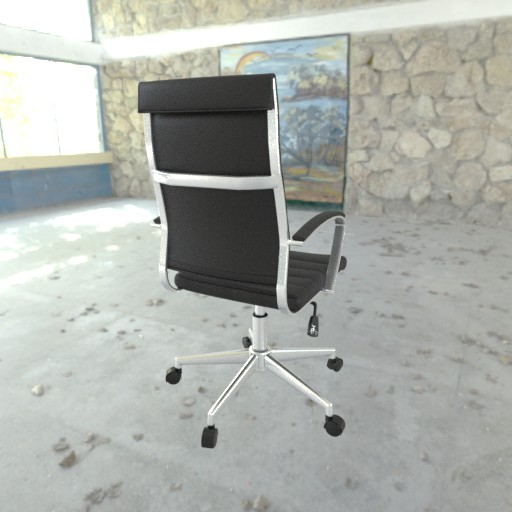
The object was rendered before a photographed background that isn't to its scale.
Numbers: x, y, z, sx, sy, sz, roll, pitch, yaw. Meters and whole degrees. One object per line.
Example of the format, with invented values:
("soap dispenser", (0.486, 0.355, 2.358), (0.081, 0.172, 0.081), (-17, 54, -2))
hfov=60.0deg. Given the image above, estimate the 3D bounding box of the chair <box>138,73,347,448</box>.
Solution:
("chair", (0.000, 0.000, 1.609), (0.766, 1.149, 0.739), (8, 18, 27))
